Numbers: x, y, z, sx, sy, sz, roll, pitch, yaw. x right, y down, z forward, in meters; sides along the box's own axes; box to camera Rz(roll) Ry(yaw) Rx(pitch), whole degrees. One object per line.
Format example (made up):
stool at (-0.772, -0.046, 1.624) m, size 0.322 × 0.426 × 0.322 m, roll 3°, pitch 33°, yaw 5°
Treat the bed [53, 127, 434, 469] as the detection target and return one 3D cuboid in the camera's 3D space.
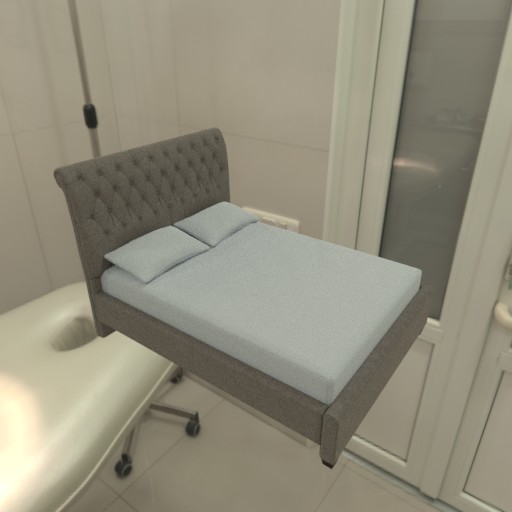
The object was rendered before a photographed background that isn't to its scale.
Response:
bed at (0.000, 0.000, 3.327) m, size 2.252 × 1.371 × 1.645 m, roll 19°, pitch 33°, yaw 32°
